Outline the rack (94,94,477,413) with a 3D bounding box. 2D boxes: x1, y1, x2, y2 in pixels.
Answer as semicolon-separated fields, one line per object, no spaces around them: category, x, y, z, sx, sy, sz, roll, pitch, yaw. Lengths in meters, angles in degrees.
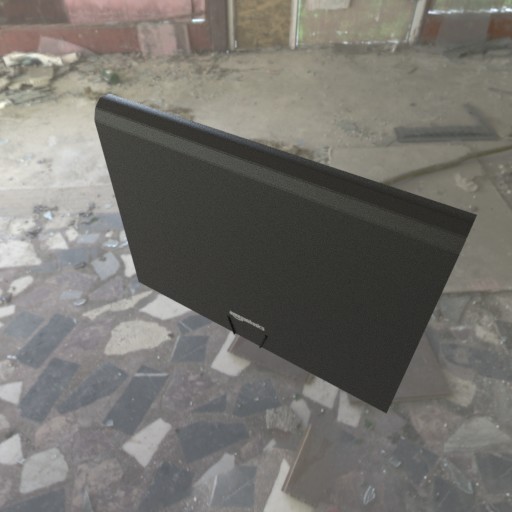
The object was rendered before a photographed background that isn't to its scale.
rack;0.000;0.000;0.430;0.330;0.241;0.041;24;50;22
